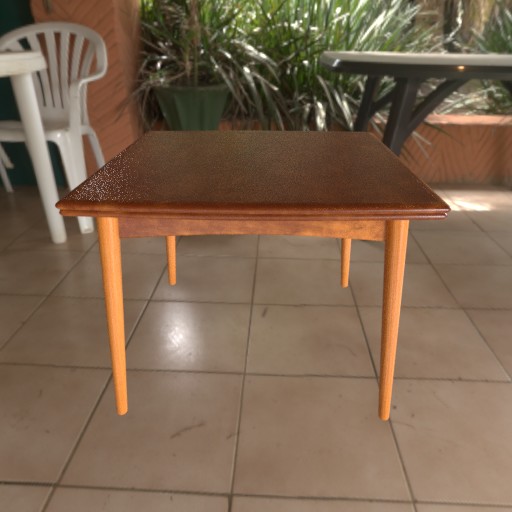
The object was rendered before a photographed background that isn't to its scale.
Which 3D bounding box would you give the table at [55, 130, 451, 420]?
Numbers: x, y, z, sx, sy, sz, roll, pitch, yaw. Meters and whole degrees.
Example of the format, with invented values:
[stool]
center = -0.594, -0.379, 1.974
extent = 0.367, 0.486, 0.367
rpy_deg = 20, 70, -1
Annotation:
[table]
center = 0.000, 0.000, 1.685
extent = 0.991, 0.754, 0.991
rpy_deg = 1, 26, 1
